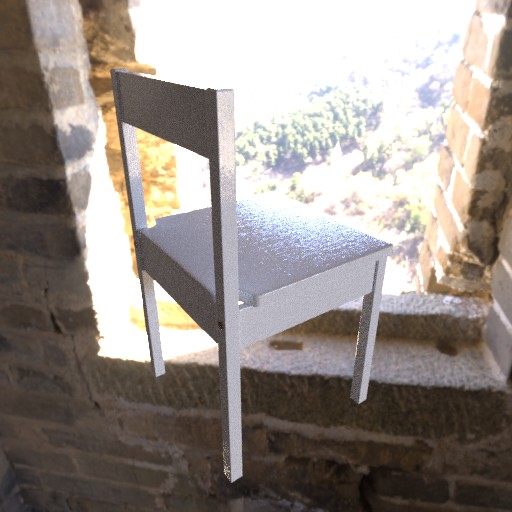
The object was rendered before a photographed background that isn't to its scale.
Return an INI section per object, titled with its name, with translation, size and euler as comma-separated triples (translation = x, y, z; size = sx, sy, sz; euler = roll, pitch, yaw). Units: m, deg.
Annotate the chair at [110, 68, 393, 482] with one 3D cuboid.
[chair]
translation = 0.000, 0.000, 0.864
size = 0.361, 0.668, 0.367
euler = -18, 32, -31
